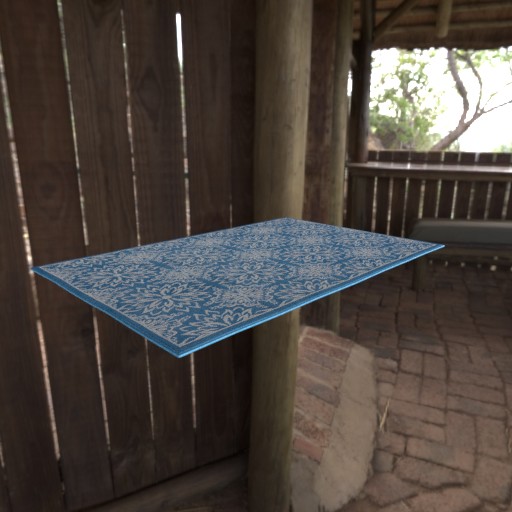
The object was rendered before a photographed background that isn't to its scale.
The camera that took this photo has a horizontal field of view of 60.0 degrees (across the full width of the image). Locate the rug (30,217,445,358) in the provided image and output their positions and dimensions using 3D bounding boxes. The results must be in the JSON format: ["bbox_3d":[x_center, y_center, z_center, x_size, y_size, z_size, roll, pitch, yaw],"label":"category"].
[{"bbox_3d":[0.000,0.000,3.503,2.769,0.018,1.830,-15,22,-43],"label":"rug"}]
